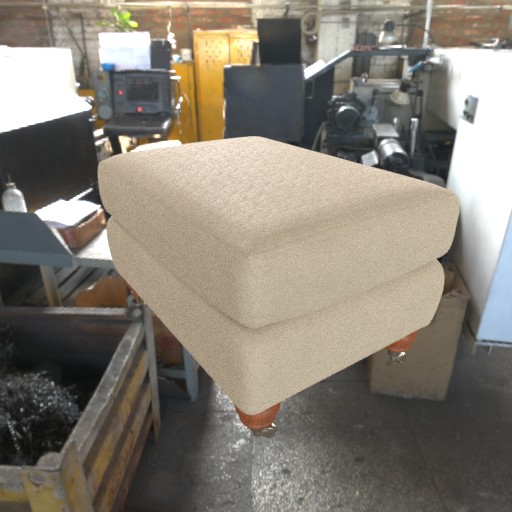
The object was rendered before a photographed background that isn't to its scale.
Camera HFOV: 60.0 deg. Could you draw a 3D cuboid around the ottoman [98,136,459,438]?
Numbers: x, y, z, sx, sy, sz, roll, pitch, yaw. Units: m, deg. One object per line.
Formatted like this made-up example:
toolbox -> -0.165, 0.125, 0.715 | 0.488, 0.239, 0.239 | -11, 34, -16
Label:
ottoman -> 0.000, 0.000, 1.153 | 0.569, 0.504, 0.773 | -17, 30, -31
